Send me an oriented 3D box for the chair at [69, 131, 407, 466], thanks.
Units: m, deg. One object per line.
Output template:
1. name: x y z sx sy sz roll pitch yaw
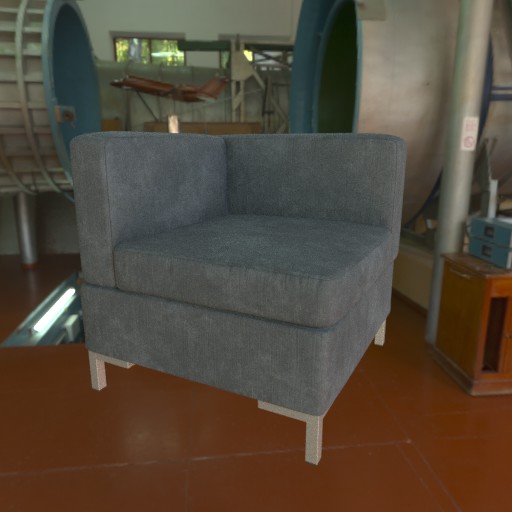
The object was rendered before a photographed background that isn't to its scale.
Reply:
1. chair: 0.000 0.000 1.222 0.680 0.660 0.680 7 16 27
